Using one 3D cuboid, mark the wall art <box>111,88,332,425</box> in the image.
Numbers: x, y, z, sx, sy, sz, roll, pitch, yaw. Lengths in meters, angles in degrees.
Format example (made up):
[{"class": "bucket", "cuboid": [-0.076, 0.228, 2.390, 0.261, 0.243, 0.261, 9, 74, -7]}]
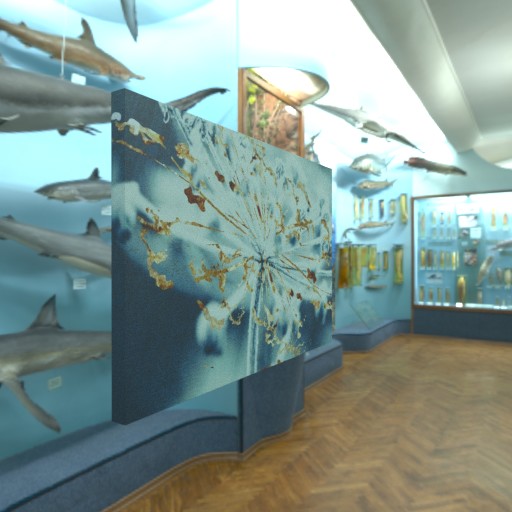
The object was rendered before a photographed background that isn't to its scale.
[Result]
[{"class": "wall art", "cuboid": [0.000, 0.000, 1.189, 0.038, 0.608, 0.912, 0, 0, 34]}]
